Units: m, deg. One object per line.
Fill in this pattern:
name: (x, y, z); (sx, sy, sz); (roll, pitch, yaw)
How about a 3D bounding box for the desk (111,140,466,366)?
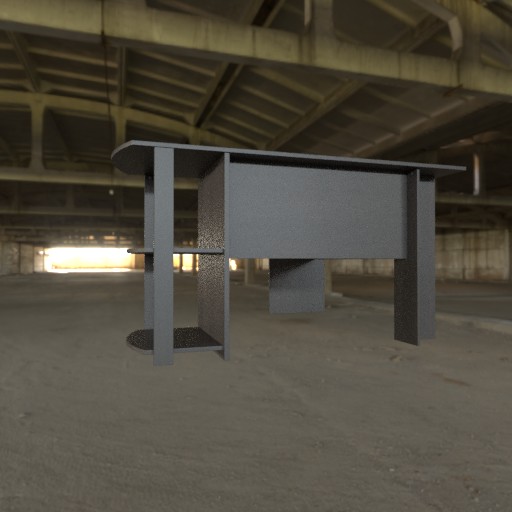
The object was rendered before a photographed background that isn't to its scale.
desk: (0.000, 0.000, 2.195); (1.361, 0.716, 1.303); (0, -1, -18)
